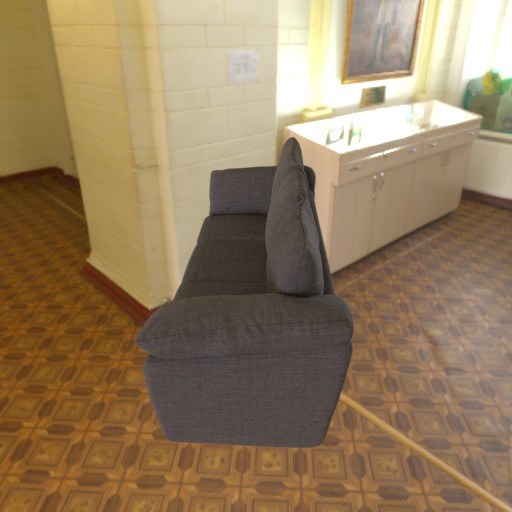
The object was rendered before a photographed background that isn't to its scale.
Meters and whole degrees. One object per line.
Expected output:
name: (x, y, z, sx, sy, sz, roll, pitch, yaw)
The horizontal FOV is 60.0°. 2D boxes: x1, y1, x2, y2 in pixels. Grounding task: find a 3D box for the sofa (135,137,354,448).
sofa: (0.000, 0.000, 2.842, 0.883, 1.080, 2.336, 1, 27, 2)
